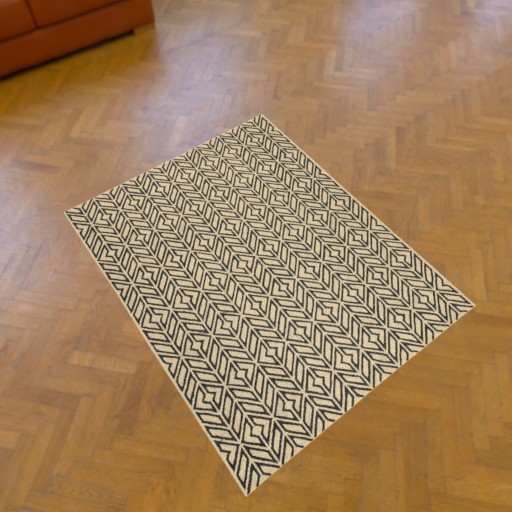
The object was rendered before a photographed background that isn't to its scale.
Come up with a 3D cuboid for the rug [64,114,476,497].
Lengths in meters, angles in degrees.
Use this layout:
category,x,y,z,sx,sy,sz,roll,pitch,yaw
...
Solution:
category,x,y,z,sx,sy,sz,roll,pitch,yaw
rug,0.000,0.000,4.055,2.421,0.008,3.045,-32,63,-19
